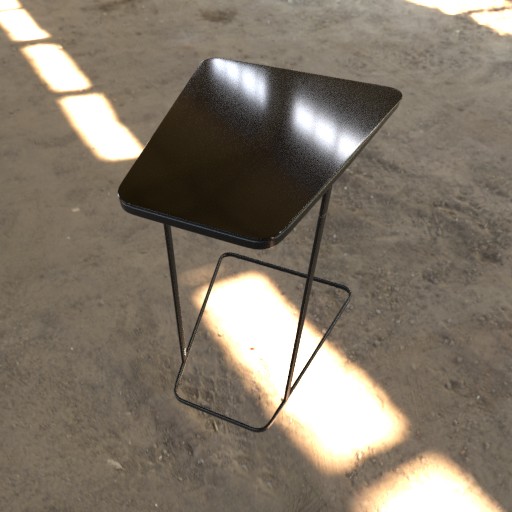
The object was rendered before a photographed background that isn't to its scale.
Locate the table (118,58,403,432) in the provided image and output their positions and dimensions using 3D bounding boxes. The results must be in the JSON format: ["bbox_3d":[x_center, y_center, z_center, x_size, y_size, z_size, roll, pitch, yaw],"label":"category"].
[{"bbox_3d":[0.000,0.000,0.984,0.427,0.624,0.500,16,48,15],"label":"table"}]
